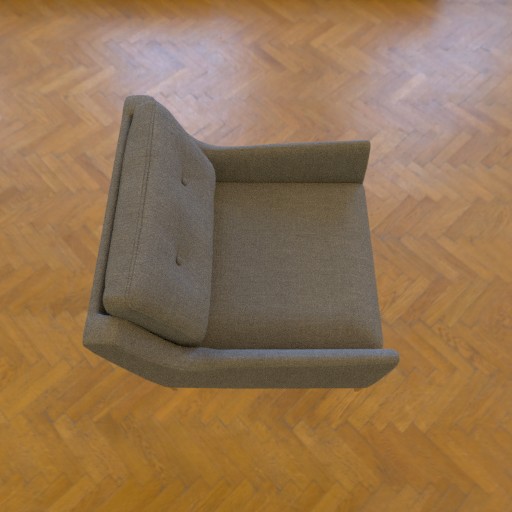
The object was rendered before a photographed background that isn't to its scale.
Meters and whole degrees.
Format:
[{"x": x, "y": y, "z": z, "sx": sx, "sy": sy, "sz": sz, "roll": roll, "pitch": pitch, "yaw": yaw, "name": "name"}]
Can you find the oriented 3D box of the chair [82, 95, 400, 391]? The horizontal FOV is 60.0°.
[{"x": 0.000, "y": 0.000, "z": 1.553, "sx": 0.849, "sy": 0.828, "sz": 0.847, "roll": 0, "pitch": 64, "yaw": 0, "name": "chair"}]
